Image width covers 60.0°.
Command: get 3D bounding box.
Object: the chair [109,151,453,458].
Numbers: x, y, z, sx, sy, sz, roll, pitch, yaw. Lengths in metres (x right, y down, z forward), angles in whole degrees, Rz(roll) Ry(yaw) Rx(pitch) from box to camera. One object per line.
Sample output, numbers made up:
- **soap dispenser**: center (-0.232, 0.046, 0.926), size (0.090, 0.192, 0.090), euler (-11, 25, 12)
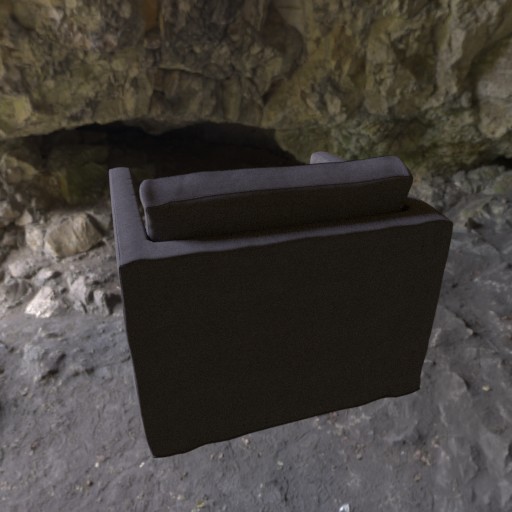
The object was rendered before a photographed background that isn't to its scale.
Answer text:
- **chair**: center (0.000, 0.000, 1.750), size (1.057, 0.863, 0.949), euler (-8, 28, -16)
